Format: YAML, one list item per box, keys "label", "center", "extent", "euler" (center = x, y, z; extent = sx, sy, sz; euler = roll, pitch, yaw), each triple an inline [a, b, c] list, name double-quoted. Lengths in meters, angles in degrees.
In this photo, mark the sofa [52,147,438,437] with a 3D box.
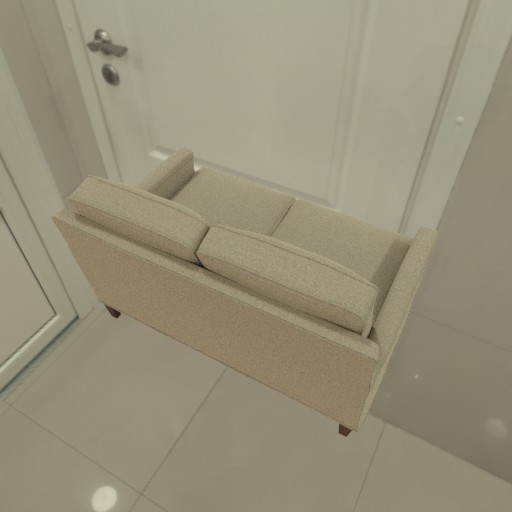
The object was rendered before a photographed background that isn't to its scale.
- label: "sofa"
  center: [0.000, 0.000, 2.284]
  extent: [1.597, 1.003, 1.084]
  euler: [22, 50, 20]
